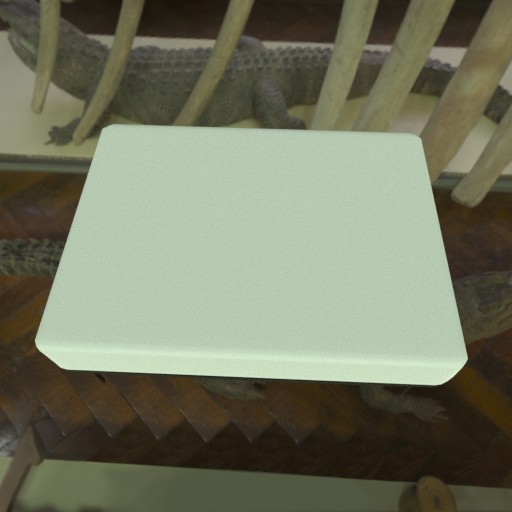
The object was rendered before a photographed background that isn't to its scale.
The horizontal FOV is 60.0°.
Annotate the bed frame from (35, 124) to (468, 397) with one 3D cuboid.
[{"bbox_3d":[0.000,0.000,2.708,2.037,0.677,1.528,2,58,1],"label":"bed frame"}]
